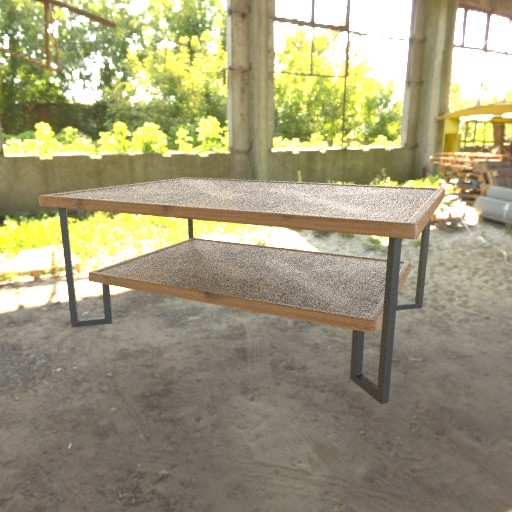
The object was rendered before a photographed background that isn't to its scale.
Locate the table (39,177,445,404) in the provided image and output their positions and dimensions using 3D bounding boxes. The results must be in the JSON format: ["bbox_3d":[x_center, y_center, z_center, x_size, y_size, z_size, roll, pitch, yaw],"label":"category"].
[{"bbox_3d":[0.000,0.000,1.697,1.238,0.492,0.877,7,16,25],"label":"table"}]
